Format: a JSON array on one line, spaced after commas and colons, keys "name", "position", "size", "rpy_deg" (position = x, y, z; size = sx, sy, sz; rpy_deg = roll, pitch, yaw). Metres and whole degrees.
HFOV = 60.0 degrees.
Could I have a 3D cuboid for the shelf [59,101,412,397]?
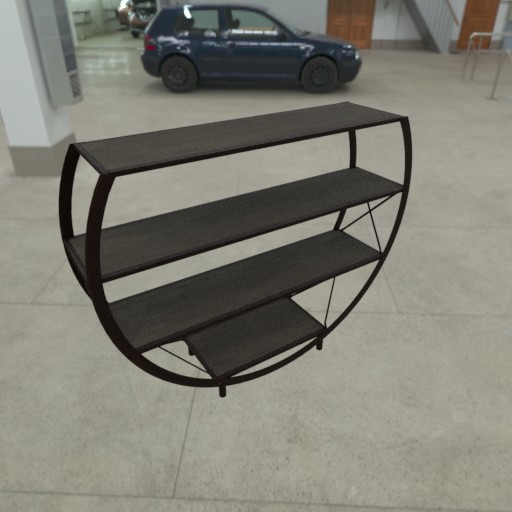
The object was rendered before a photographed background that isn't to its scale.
[{"name": "shelf", "position": [0.000, 0.000, 1.863], "size": [1.403, 1.063, 0.344], "rpy_deg": [-18, 35, -28]}]
